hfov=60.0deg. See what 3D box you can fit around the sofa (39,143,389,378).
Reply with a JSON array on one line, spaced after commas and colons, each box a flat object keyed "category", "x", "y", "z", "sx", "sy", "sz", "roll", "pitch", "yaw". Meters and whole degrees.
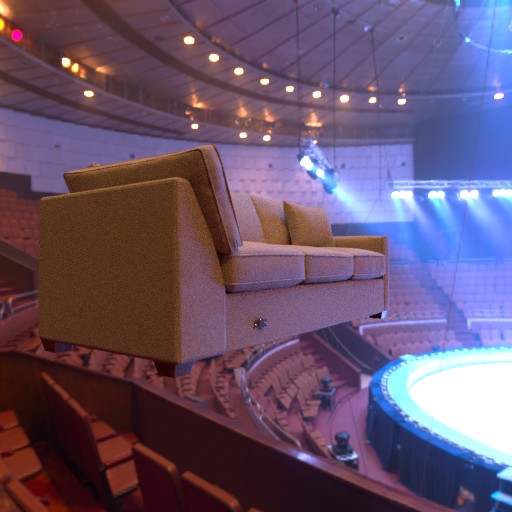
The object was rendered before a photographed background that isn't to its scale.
[{"category": "sofa", "x": 0.000, "y": 0.000, "z": 2.853, "sx": 1.061, "sy": 0.962, "sz": 2.317, "roll": 0, "pitch": -1, "yaw": 36}]
